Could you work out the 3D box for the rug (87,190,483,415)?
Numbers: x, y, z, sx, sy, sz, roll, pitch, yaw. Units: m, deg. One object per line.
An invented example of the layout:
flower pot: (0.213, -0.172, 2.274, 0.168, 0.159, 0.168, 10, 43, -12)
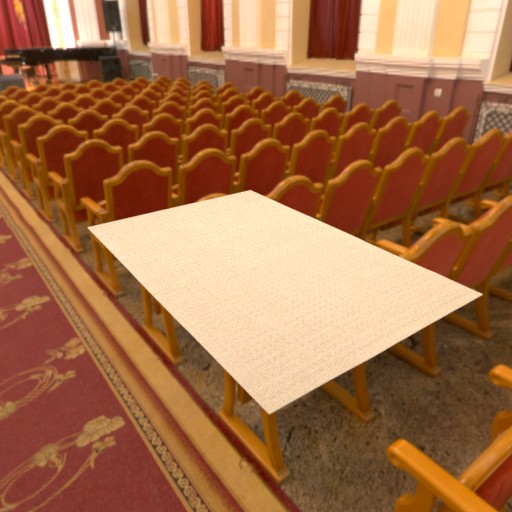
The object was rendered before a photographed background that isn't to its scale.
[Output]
rug: (0.000, 0.000, 2.940, 1.523, 0.006, 2.289, -18, 32, -32)
